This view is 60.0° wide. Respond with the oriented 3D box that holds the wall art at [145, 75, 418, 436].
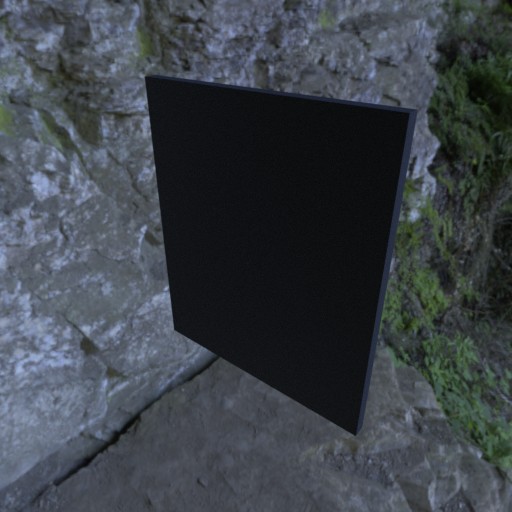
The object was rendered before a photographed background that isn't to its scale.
[{"bbox_3d":[0.000,0.000,0.710,0.428,0.505,0.023,22,36,33],"label":"wall art"}]
